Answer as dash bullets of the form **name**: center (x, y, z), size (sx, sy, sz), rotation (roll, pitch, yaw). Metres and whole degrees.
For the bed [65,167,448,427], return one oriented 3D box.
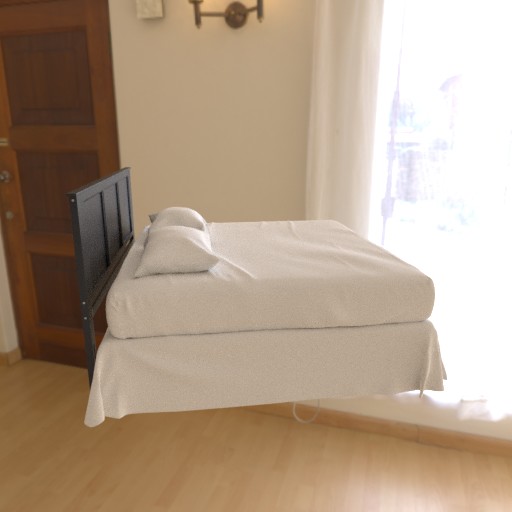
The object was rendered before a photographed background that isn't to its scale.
- **bed**: center (0.000, 0.000, 3.501), size (2.219, 1.271, 2.315), rotation (-2, 15, -7)
